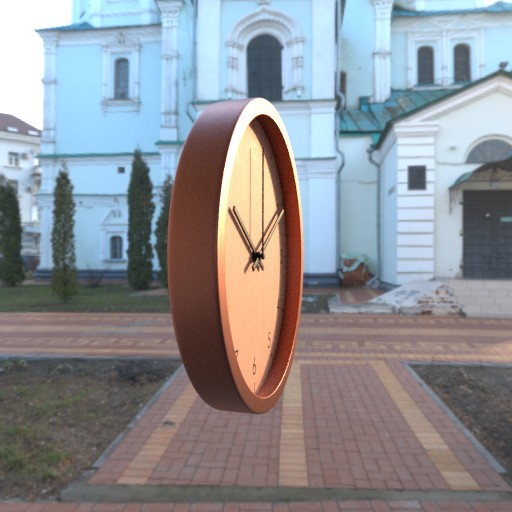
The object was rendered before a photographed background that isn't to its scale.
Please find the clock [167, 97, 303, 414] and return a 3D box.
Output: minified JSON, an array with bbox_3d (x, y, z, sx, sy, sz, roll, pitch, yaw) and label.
[{"bbox_3d":[0.000,0.000,0.468,0.040,0.313,0.313,0,0,17],"label":"clock"}]
